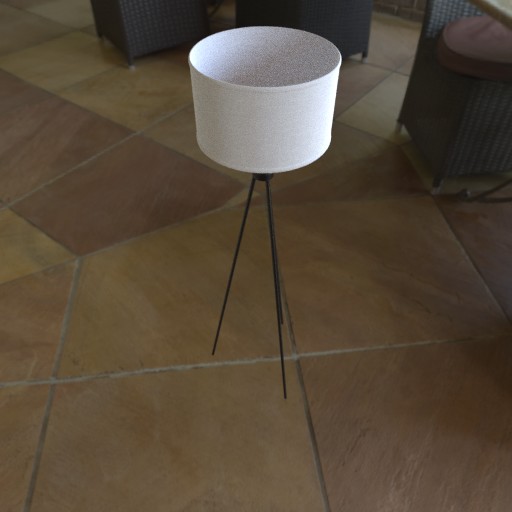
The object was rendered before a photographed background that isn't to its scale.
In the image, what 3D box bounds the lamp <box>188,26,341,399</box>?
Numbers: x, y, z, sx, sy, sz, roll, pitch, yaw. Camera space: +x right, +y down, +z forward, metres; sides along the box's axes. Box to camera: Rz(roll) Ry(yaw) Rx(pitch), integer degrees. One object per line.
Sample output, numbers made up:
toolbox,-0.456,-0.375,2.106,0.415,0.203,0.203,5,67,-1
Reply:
lamp,0.000,0.000,1.739,0.458,1.545,0.448,-3,46,-2
